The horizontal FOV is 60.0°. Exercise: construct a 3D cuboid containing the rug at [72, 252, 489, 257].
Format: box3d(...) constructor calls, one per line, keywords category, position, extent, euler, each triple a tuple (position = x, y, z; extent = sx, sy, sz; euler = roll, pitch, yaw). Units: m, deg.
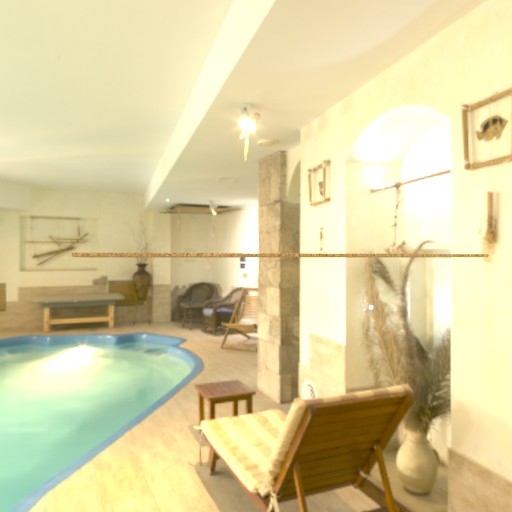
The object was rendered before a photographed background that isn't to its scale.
box3d(category="rug", position=(0.000, 0.000, 4.084), extent=(3.000, 0.025, 2.400), euler=(0, 0, -19))
